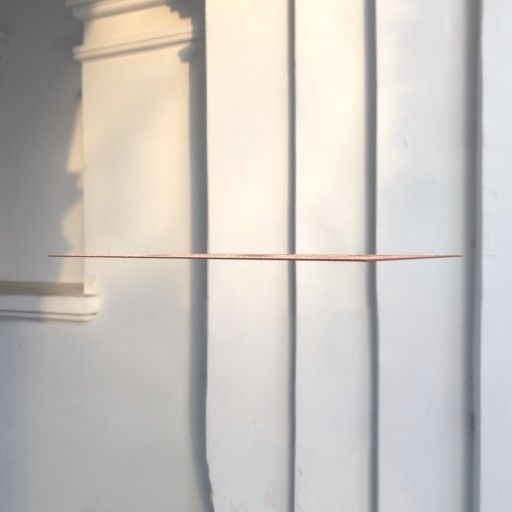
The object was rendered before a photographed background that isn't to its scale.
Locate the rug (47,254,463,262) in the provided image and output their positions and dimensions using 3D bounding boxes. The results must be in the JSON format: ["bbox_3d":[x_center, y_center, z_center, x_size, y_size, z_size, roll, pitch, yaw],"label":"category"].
[{"bbox_3d":[0.000,0.000,4.248,3.197,0.013,2.381,1,1,36],"label":"rug"}]
